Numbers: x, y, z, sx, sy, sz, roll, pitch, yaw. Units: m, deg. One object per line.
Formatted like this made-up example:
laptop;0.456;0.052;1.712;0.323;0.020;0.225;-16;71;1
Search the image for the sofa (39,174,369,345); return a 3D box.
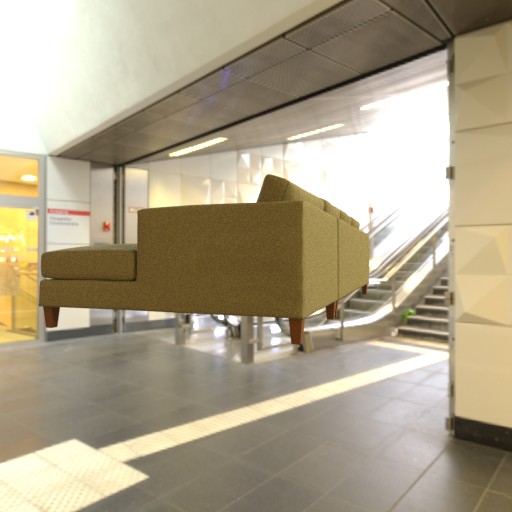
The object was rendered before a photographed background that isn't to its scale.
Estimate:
sofa;0.000;0.000;3.844;1.625;0.861;3.186;0;0;20
